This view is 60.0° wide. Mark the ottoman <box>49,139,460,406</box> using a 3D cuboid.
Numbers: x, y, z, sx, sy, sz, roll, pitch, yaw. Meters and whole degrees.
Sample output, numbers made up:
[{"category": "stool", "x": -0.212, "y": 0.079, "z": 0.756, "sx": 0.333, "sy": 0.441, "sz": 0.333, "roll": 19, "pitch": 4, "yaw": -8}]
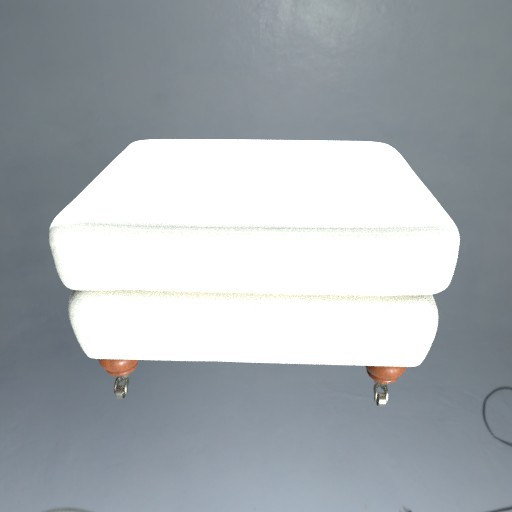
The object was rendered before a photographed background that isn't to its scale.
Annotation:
[{"category": "ottoman", "x": 0.000, "y": 0.000, "z": 1.123, "sx": 0.773, "sy": 0.499, "sz": 0.569, "roll": 1, "pitch": 30, "yaw": 2}]
